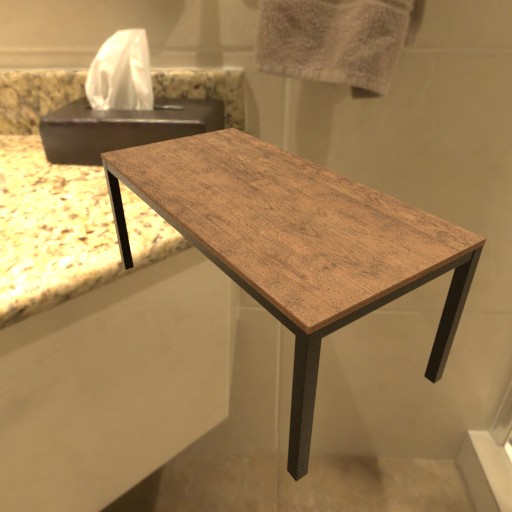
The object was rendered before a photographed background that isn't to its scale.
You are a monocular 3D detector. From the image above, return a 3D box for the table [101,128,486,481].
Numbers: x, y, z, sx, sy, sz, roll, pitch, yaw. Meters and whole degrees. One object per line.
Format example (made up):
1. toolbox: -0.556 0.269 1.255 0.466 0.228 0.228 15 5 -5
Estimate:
1. table: 0.000 0.000 2.311 0.893 0.767 1.805 -20 37 -29
